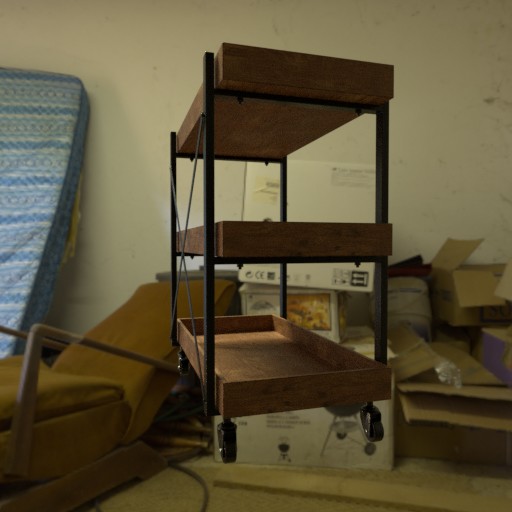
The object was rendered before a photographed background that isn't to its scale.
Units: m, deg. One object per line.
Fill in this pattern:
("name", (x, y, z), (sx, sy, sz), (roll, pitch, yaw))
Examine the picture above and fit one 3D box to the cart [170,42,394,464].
("cart", (0.000, 0.000, 1.225), (0.411, 0.800, 0.750), (0, 2, -17))
